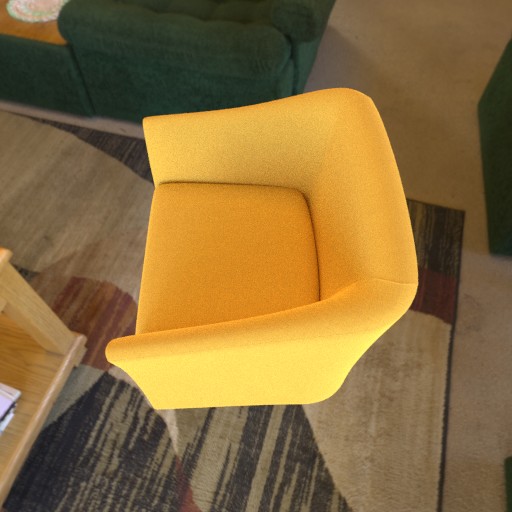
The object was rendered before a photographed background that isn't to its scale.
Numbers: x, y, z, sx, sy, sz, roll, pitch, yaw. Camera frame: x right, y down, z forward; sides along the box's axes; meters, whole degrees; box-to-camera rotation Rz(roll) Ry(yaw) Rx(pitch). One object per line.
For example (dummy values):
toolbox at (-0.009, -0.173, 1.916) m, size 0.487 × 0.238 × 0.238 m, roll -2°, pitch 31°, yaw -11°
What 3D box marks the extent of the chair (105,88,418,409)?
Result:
chair at (0.000, 0.000, 1.360) m, size 0.700 × 0.720 × 0.790 m, roll -1°, pitch 57°, yaw -1°
